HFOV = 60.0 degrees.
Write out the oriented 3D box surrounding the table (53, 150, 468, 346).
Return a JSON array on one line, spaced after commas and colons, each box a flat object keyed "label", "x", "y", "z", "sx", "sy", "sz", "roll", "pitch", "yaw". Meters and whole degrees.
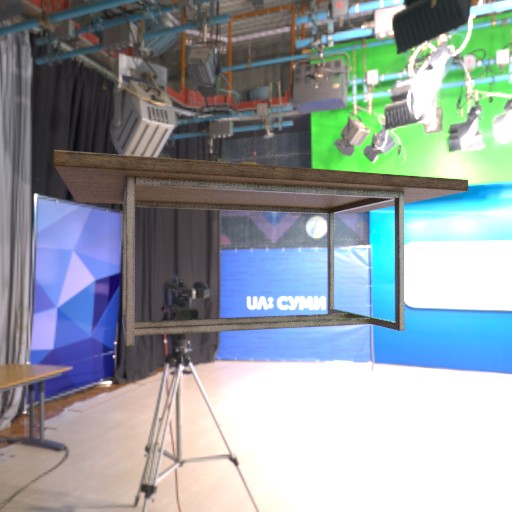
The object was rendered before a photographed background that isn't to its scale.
[{"label": "table", "x": 0.000, "y": 0.000, "z": 2.518, "sx": 1.989, "sy": 0.795, "sz": 1.078, "roll": 0, "pitch": -1, "yaw": -18}]
